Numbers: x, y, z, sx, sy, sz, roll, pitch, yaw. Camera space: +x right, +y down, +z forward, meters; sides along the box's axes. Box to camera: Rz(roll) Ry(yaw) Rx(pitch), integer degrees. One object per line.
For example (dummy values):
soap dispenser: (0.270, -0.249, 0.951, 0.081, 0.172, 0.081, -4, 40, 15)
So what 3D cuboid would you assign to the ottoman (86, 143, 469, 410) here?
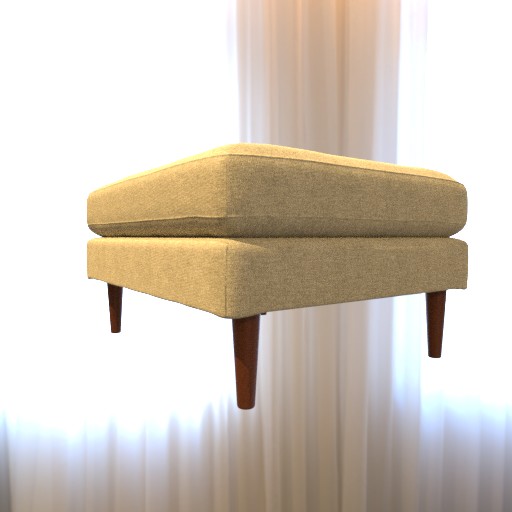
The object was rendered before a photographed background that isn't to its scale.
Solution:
ottoman: (0.000, 0.000, 1.193, 0.693, 0.474, 0.821, -2, 3, -35)
